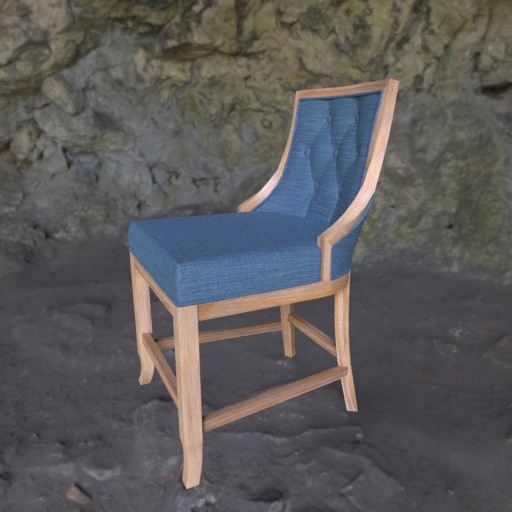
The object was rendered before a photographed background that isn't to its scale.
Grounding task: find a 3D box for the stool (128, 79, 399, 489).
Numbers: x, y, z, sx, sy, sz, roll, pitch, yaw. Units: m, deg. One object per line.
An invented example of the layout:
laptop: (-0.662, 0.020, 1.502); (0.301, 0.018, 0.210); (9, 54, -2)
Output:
stool: (0.000, 0.000, 1.276); (0.626, 0.938, 0.524); (-8, 18, -25)
